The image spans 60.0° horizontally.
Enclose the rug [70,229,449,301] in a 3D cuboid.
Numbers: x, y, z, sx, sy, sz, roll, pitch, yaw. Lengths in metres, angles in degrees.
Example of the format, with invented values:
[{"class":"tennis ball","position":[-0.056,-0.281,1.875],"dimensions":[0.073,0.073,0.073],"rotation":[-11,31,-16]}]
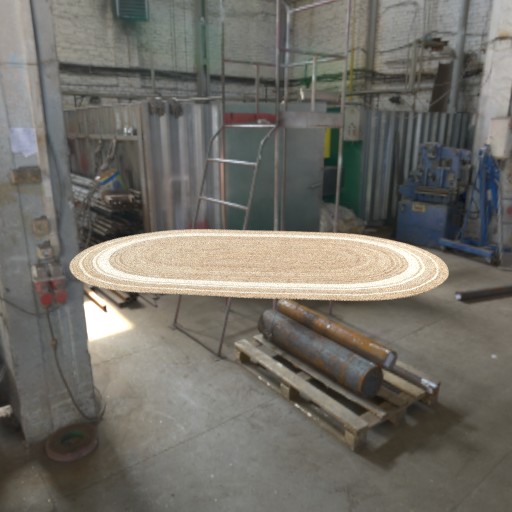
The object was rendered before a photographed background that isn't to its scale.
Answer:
[{"class":"rug","position":[0.000,0.000,2.986],"dimensions":[2.432,0.006,1.520],"rotation":[2,16,6]}]
